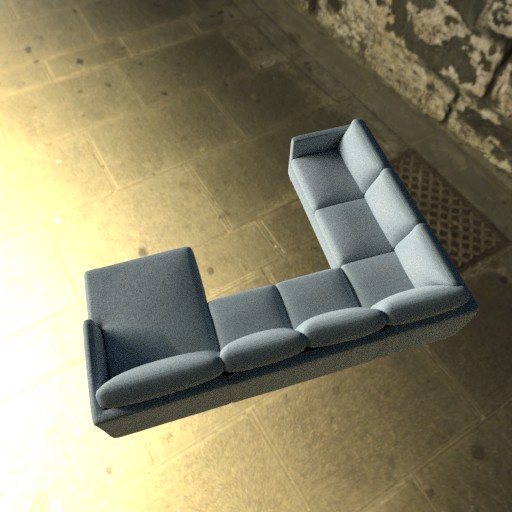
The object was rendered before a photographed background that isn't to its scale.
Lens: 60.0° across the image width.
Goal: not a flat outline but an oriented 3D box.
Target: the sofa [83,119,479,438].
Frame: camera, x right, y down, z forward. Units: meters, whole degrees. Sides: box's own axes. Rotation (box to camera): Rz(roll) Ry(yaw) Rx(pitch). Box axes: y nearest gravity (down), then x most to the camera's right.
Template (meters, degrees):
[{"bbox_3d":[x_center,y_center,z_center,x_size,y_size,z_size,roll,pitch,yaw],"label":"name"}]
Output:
[{"bbox_3d":[0.000,0.000,4.476,3.403,0.889,2.551,-14,59,-9],"label":"sofa"}]
